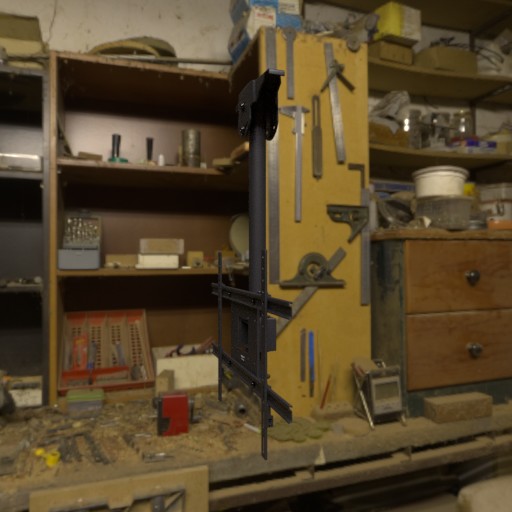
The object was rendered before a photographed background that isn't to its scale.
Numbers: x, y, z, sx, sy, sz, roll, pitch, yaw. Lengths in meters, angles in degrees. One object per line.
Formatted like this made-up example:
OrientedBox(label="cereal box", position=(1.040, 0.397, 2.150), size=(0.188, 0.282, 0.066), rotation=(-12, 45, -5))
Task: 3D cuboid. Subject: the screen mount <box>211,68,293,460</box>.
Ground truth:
OrientedBox(label="screen mount", position=(0.000, 0.000, 1.036), size=(0.090, 0.775, 0.595), rotation=(0, 0, -18))
